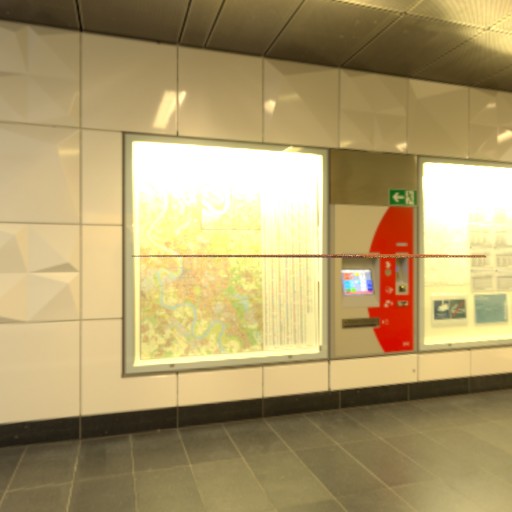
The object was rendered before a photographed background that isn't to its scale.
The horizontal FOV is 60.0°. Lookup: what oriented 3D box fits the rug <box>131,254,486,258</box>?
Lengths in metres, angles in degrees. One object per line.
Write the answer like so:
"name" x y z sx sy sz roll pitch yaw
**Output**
"rug" 0.000 0.000 2.681 0.914 0.013 2.471 0 0 -37
